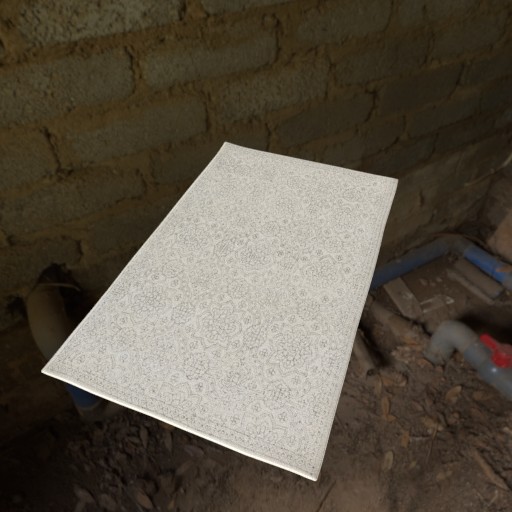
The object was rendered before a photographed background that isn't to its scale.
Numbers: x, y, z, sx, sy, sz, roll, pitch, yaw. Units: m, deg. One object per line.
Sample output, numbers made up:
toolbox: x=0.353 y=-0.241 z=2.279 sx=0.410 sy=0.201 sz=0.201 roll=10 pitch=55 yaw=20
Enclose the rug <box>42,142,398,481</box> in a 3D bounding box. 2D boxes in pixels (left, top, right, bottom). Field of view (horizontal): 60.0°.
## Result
rug: x=0.000 y=0.000 z=2.359 sx=1.214 sy=0.023 sz=1.947 roll=15 pitch=48 yaw=15
